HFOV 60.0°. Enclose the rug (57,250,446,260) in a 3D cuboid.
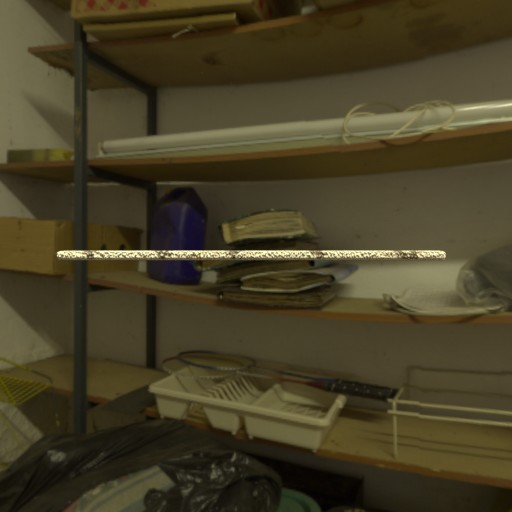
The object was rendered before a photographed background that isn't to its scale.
[{"bbox_3d":[0.000,0.000,2.263,1.219,0.030,1.778,0,0,1],"label":"rug"}]
